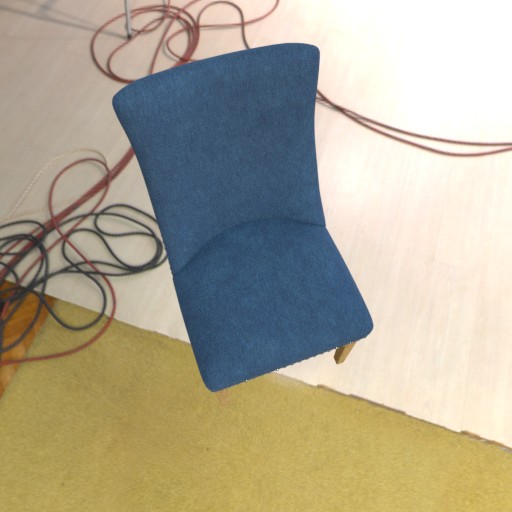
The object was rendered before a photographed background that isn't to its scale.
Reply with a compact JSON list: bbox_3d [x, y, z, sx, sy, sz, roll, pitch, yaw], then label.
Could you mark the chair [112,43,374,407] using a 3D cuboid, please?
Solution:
[{"bbox_3d":[0.000,0.000,1.259,0.495,0.902,0.610,-18,65,-9],"label":"chair"}]
